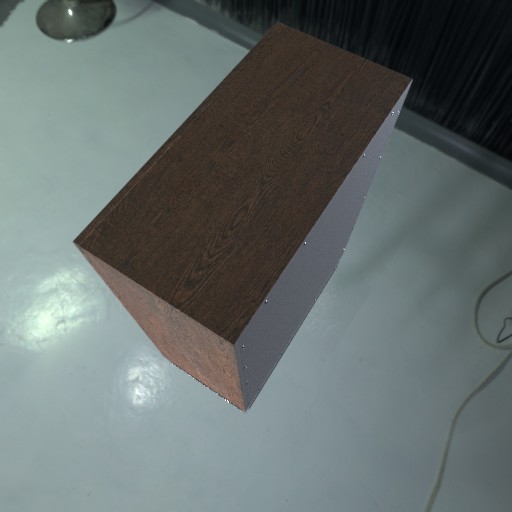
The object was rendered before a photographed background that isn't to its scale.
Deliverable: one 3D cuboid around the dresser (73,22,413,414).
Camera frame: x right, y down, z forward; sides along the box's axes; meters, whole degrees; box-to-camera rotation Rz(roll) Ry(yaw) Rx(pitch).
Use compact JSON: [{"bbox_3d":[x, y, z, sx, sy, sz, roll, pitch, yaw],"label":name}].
[{"bbox_3d":[0.000,0.000,1.807,0.508,1.321,0.965,30,68,14],"label":"dresser"}]
